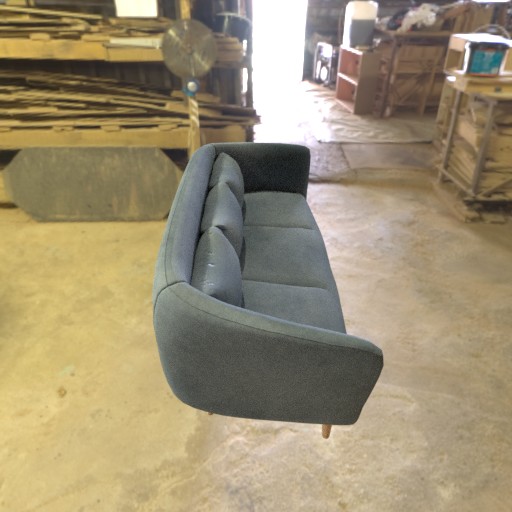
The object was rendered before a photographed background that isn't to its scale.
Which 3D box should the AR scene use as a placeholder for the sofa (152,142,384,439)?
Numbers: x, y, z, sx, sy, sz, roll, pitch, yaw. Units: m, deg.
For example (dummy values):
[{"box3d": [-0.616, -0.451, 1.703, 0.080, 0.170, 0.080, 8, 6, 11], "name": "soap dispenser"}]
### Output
[{"box3d": [0.000, 0.000, 2.462, 0.849, 0.795, 2.095, 0, 32, -1], "name": "sofa"}]
